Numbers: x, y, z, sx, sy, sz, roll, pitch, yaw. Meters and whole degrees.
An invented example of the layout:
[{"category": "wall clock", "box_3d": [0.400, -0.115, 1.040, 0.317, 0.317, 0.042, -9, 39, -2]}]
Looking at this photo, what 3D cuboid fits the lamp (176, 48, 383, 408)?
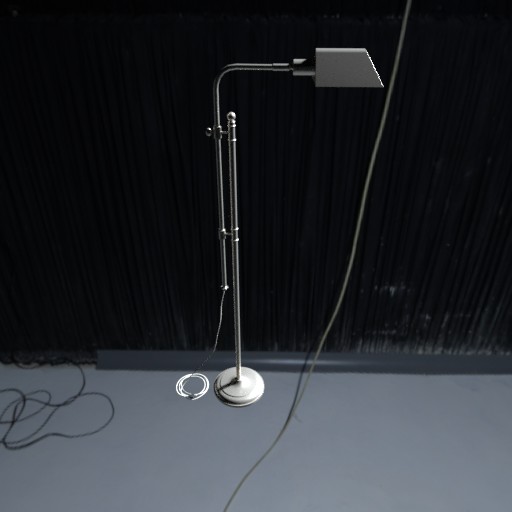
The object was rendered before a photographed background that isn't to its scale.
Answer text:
[{"category": "lamp", "box_3d": [0.000, 0.000, 1.840, 0.813, 1.571, 0.256, 1, 31, 2]}]
